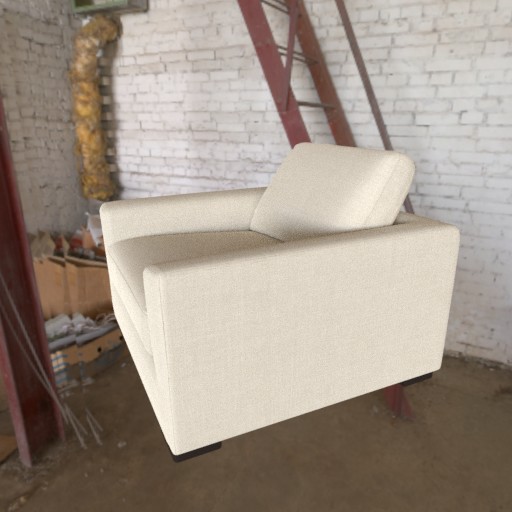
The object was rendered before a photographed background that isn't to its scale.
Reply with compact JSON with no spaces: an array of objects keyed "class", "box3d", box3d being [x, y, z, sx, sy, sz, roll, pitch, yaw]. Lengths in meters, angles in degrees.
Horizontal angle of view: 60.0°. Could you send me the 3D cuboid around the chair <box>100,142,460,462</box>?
[{"class":"chair","box3d":[0.000,0.000,1.834,1.100,0.876,1.070,-8,20,-24]}]
